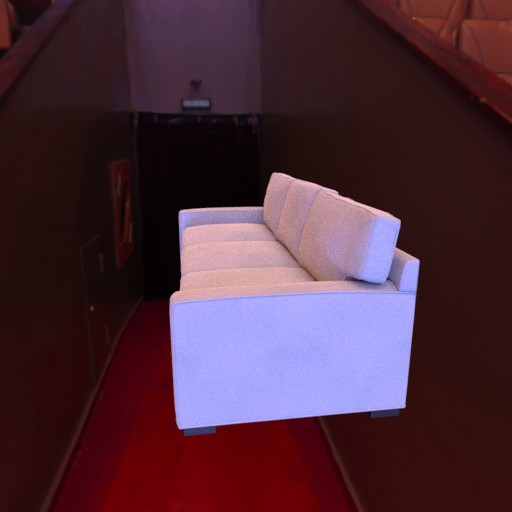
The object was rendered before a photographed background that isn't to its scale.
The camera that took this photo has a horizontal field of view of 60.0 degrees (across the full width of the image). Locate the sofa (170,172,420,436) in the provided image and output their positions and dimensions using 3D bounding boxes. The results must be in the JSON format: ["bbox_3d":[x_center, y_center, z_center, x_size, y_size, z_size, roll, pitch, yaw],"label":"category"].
[{"bbox_3d":[0.000,0.000,2.644,0.935,0.862,2.088,-2,15,-8],"label":"sofa"}]
